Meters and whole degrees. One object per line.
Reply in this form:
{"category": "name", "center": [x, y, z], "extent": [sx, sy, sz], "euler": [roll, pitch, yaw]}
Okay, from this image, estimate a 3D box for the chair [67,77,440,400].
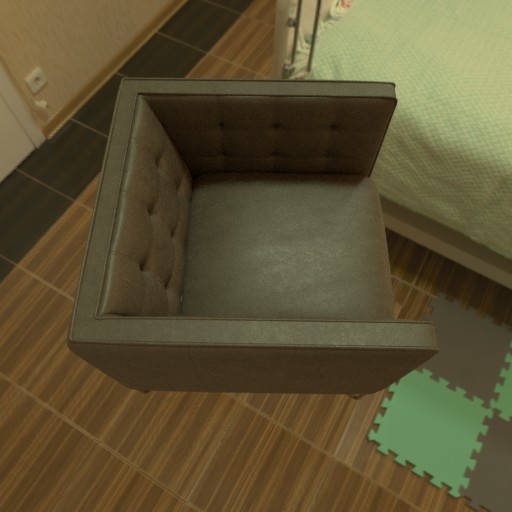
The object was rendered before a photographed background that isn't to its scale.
{"category": "chair", "center": [0.000, 0.000, 1.540], "extent": [0.894, 0.790, 0.880], "euler": [1, 64, 0]}
